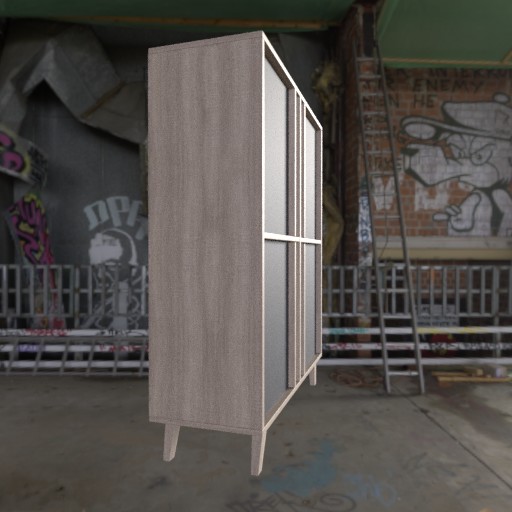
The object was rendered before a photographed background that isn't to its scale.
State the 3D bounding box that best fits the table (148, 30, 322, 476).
[{"bbox_3d":[0.000,0.000,1.948,0.398,1.388,1.111,0,1,18],"label":"table"}]
